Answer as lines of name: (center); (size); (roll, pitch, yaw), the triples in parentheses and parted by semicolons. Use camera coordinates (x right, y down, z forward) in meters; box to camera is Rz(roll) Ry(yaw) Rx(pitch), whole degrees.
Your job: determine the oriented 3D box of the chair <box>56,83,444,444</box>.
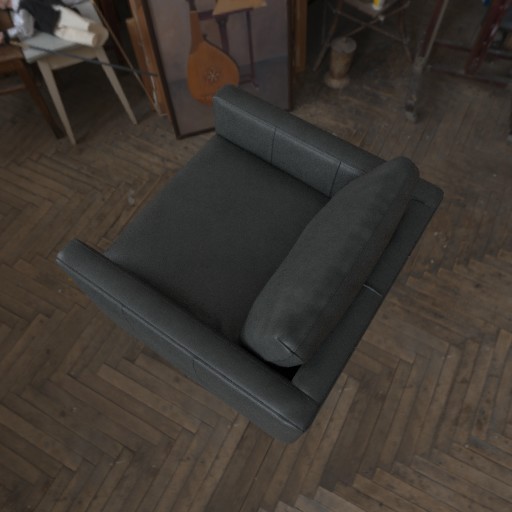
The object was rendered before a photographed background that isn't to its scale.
chair: (0.000, 0.000, 1.487); (0.861, 0.824, 0.967); (31, 67, 15)
